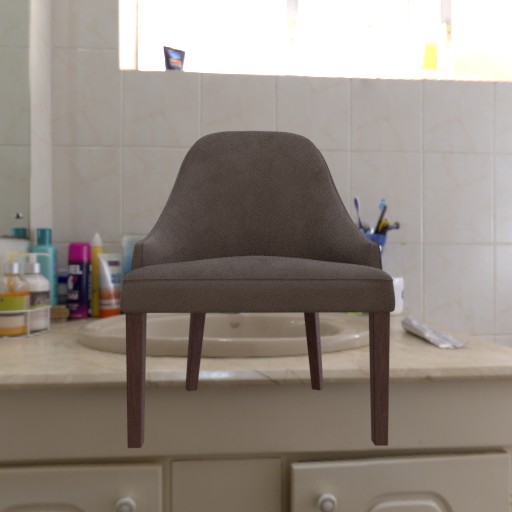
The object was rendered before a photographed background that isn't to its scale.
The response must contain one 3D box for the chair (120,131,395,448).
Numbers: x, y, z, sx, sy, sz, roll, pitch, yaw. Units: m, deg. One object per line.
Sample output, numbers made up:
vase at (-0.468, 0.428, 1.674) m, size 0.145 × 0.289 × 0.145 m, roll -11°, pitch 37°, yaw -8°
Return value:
chair at (0.000, 0.000, 1.298) m, size 0.643 × 0.889 × 0.575 m, roll 0°, pitch -1°, yaw -1°
